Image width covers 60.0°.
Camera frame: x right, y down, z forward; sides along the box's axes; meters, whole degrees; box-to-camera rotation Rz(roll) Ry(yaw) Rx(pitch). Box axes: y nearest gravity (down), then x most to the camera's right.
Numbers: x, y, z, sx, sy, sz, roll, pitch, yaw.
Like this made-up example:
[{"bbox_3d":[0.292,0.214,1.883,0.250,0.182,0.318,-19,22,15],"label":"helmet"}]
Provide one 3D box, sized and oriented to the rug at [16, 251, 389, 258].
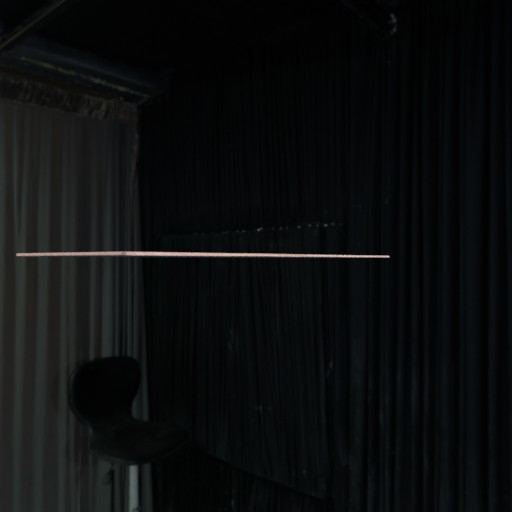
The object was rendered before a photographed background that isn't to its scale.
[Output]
[{"bbox_3d":[0.000,0.000,2.637,0.760,0.015,2.435,0,-1,37],"label":"rug"}]
